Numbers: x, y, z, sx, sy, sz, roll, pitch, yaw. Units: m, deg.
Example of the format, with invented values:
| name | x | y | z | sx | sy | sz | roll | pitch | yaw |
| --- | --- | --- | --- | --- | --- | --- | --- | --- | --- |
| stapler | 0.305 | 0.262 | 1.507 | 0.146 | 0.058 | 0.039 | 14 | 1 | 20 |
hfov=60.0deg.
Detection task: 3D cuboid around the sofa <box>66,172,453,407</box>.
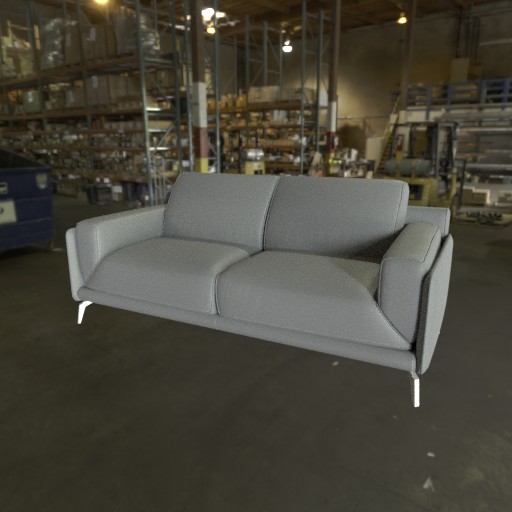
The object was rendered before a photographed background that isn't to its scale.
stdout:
| name | x | y | z | sx | sy | sz | roll | pitch | yaw |
| --- | --- | --- | --- | --- | --- | --- | --- | --- | --- |
| sofa | 0.000 | 0.000 | 2.623 | 2.100 | 0.900 | 0.969 | 7 | 16 | 26 |
